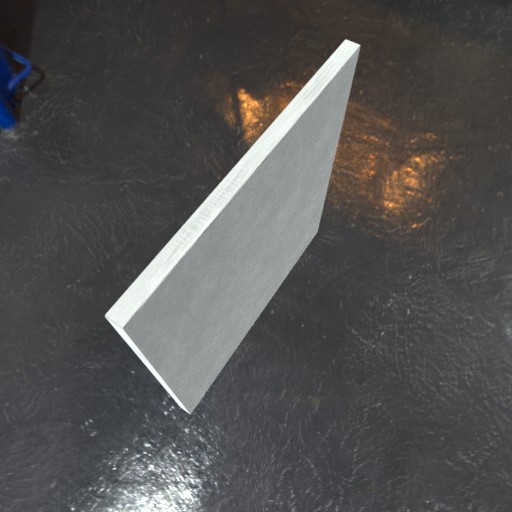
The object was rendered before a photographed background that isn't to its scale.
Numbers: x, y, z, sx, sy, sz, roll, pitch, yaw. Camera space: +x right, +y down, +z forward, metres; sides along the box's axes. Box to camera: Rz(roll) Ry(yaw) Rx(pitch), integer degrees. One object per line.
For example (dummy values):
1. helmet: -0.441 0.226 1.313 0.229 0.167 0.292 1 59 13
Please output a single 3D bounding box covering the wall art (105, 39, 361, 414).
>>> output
1. wall art: 0.000 0.000 0.452 0.015 0.303 0.303 30 66 15
